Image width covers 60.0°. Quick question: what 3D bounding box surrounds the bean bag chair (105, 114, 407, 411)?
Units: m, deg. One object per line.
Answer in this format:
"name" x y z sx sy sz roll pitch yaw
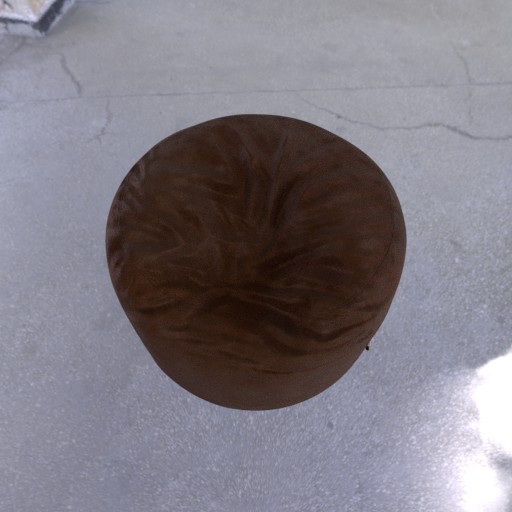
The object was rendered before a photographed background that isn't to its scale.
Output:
"bean bag chair" 0.000 0.000 1.499 0.918 0.616 0.918 0 57 0
